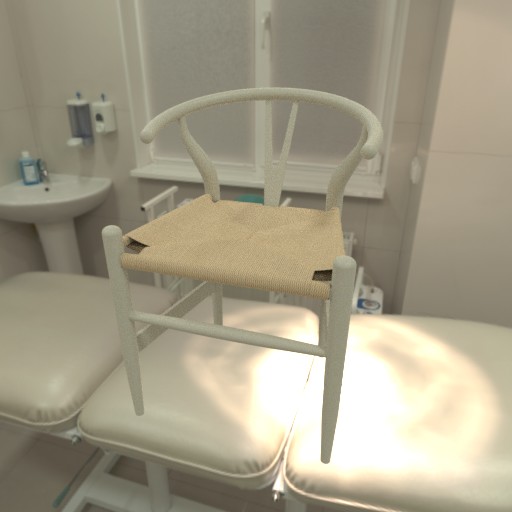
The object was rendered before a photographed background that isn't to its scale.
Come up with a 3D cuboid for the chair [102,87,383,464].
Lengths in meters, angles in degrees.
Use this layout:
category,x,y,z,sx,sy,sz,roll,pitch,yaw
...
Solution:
category,x,y,z,sx,sy,sz,roll,pitch,yaw
chair,0.000,0.000,1.092,0.533,0.736,0.500,8,27,15
